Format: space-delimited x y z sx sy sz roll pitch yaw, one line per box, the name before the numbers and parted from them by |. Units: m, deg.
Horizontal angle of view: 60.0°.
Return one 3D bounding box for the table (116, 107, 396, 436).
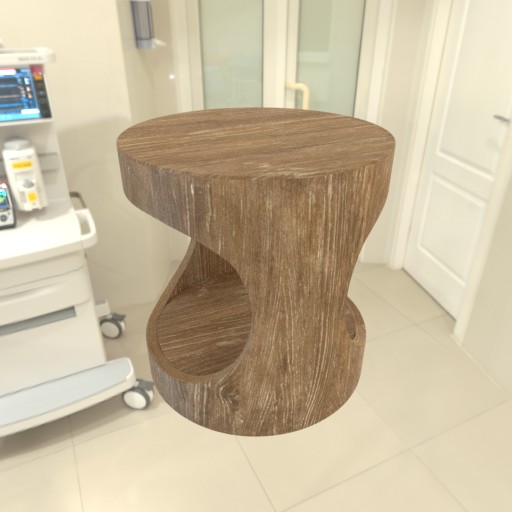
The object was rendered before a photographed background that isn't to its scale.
table | 0.000 0.000 0.999 0.527 0.551 0.527 0 29 0
